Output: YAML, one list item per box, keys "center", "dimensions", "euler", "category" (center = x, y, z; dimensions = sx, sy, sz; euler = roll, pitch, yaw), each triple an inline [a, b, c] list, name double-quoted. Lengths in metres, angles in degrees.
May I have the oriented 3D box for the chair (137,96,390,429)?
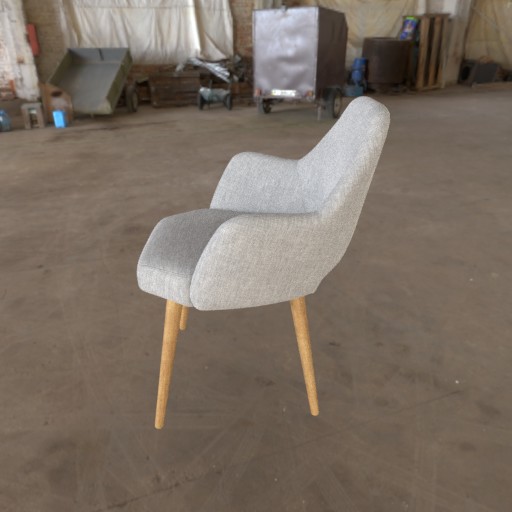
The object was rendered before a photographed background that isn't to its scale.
- center: [0.000, 0.000, 1.254]
  dimensions: [0.610, 0.840, 0.590]
  euler: [0, 27, 0]
  category: "chair"
